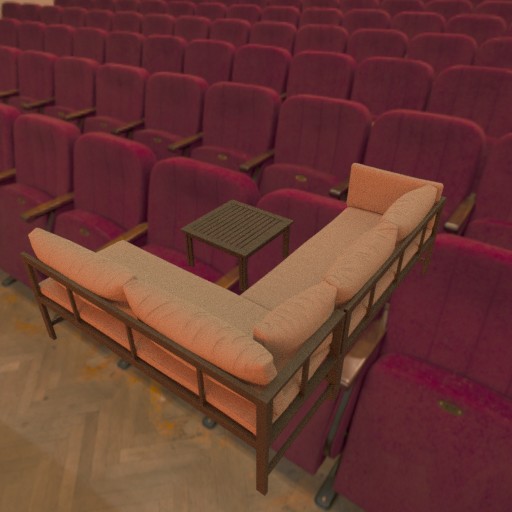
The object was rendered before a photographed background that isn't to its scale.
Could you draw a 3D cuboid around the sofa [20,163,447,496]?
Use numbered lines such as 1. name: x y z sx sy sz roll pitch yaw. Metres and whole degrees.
1. sofa: 0.000 0.000 2.846 1.658 0.758 2.096 22 40 30
